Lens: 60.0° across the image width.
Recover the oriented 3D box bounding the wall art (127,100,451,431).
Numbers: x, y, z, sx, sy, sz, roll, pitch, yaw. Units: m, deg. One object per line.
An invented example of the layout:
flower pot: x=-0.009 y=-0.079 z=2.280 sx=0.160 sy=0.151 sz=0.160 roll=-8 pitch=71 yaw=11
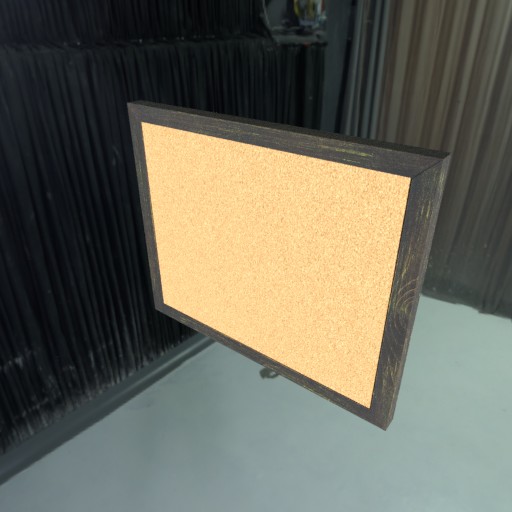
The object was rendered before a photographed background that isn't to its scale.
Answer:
wall art: x=0.000 y=0.000 z=0.774 sx=0.558 sy=0.457 sz=0.032 roll=20 pitch=35 yaw=32
